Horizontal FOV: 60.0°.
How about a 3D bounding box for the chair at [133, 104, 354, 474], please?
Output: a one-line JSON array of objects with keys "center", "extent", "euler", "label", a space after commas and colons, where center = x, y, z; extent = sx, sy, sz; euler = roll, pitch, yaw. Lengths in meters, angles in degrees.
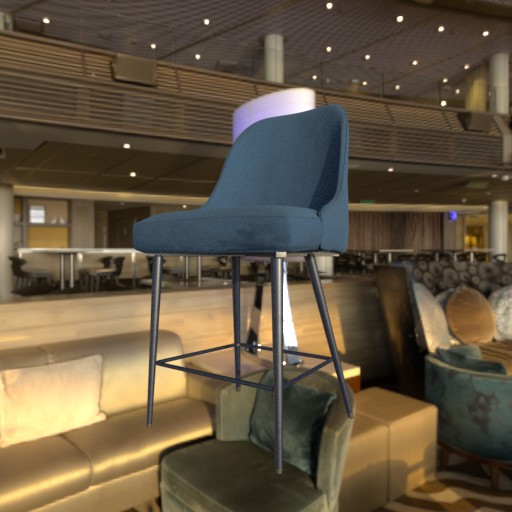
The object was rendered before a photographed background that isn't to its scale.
[{"center": [0.000, 0.000, 1.248], "extent": [0.526, 0.927, 0.489], "euler": [0, 1, 36], "label": "chair"}]
